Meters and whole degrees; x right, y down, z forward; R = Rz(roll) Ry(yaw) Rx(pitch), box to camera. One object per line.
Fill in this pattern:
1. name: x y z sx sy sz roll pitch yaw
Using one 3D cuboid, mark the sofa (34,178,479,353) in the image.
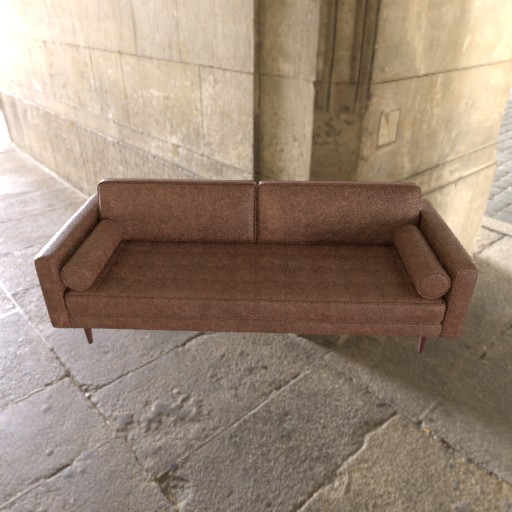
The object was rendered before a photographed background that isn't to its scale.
1. sofa: 0.000 0.000 2.630 2.210 0.762 0.914 1 30 2
